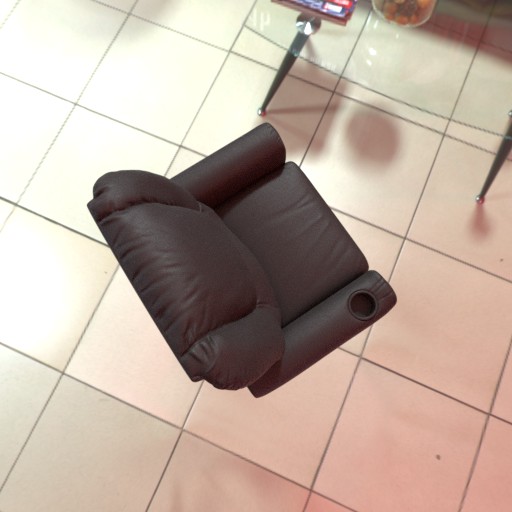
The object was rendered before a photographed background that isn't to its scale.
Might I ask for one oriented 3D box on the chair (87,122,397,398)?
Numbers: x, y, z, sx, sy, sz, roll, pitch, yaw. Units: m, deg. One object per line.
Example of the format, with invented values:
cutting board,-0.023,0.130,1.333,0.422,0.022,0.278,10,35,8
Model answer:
chair,0.000,0.000,1.138,0.521,0.709,0.610,-33,79,-7
